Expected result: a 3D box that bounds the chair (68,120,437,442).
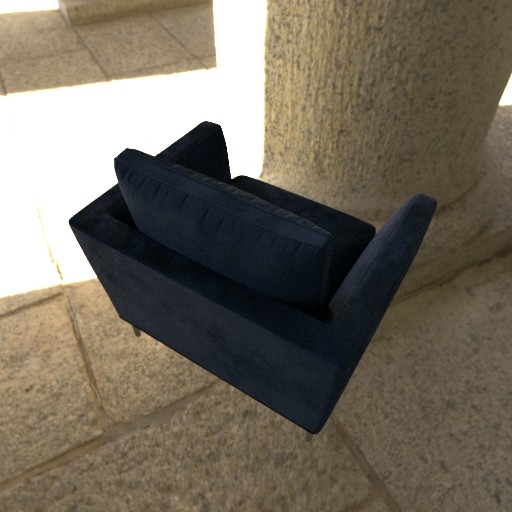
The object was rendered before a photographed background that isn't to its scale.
[{"bbox_3d":[0.000,0.000,1.594,0.977,0.893,0.746,25,52,22],"label":"chair"}]
